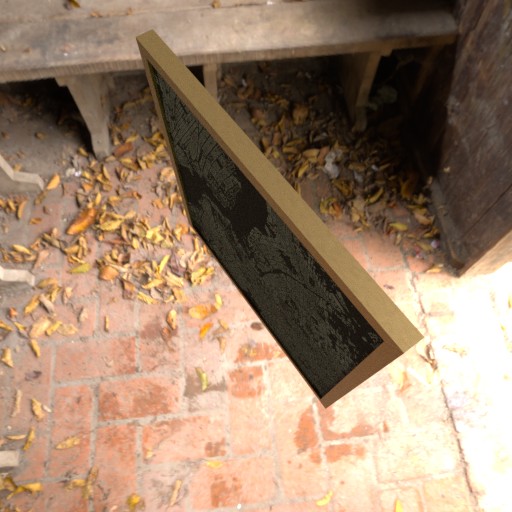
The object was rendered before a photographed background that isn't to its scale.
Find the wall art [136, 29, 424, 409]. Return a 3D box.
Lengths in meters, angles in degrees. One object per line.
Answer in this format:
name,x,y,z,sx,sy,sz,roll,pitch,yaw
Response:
wall art,0.000,0.000,2.764,0.099,1.926,1.926,-33,70,-14
